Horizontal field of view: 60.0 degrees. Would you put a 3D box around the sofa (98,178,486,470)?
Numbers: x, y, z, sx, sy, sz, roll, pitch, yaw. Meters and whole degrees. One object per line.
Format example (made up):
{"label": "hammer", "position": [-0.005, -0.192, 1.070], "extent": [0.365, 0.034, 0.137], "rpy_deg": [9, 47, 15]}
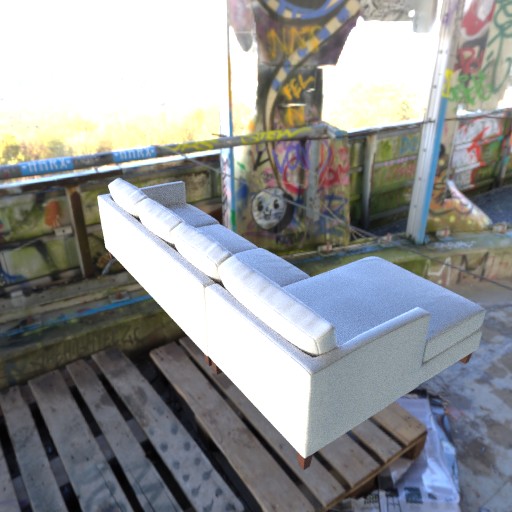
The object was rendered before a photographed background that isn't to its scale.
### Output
{"label": "sofa", "position": [0.000, 0.000, 3.737], "extent": [1.625, 0.861, 3.186], "rpy_deg": [-17, 31, -31]}
